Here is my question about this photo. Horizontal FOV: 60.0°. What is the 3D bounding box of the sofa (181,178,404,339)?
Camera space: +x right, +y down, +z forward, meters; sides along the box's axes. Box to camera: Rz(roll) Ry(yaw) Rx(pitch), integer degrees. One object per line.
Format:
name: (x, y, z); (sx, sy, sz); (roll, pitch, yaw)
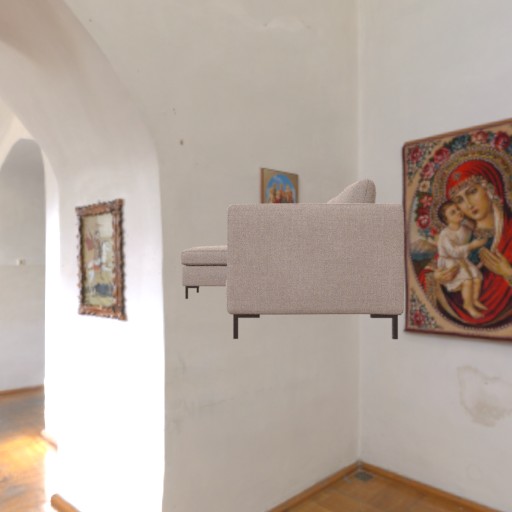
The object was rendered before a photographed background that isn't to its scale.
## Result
sofa: (0.000, 0.000, 3.570); (1.469, 0.816, 2.923); (0, 0, 1)
